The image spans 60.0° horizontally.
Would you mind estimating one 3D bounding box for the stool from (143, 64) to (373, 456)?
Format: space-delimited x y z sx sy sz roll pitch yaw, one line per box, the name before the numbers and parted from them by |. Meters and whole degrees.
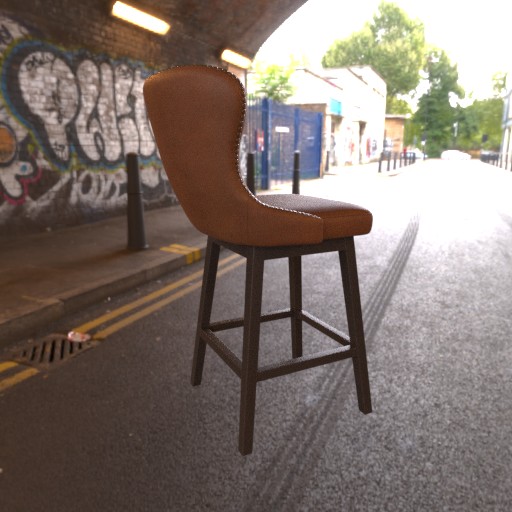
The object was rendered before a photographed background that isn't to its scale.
stool | 0.000 0.000 1.313 0.593 0.971 0.528 -7 15 -26
